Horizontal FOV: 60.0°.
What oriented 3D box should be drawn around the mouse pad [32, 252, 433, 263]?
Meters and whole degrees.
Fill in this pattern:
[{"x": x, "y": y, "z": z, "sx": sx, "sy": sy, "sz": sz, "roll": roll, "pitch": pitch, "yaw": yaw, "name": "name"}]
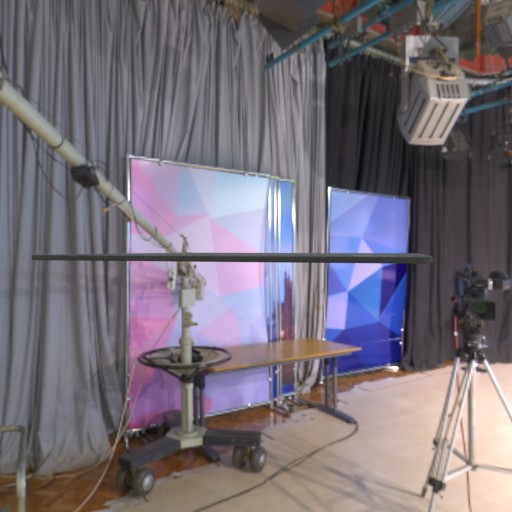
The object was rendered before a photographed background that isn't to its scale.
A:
[{"x": 0.000, "y": 0.000, "z": 0.321, "sx": 0.229, "sy": 0.003, "sz": 0.203, "roll": 0, "pitch": 1, "yaw": 18, "name": "mouse pad"}]
